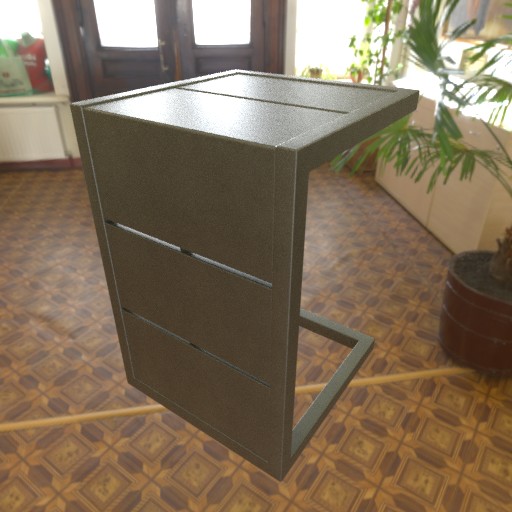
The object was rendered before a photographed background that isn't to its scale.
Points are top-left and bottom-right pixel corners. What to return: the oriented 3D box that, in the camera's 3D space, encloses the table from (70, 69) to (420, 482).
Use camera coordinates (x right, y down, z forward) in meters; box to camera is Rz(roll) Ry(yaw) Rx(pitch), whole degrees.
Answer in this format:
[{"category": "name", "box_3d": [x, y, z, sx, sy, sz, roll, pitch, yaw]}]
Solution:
[{"category": "table", "box_3d": [0.000, 0.000, 0.881, 0.405, 0.609, 0.420, 20, 36, 30]}]
